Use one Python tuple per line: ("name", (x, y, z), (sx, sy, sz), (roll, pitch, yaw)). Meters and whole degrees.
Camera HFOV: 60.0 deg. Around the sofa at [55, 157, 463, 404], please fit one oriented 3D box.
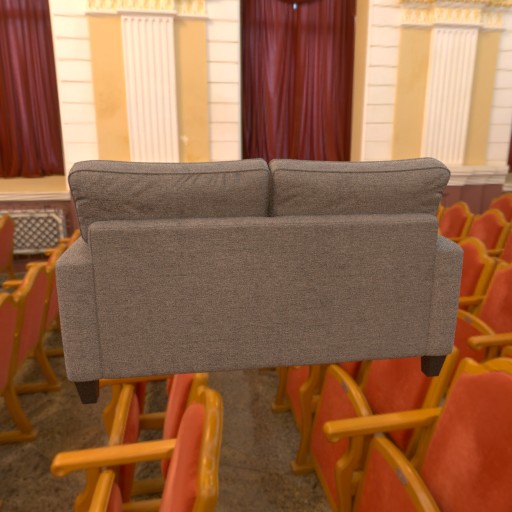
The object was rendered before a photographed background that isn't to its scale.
("sofa", (0.000, 0.000, 2.195), (1.651, 0.965, 0.965), (-2, 14, -8))
